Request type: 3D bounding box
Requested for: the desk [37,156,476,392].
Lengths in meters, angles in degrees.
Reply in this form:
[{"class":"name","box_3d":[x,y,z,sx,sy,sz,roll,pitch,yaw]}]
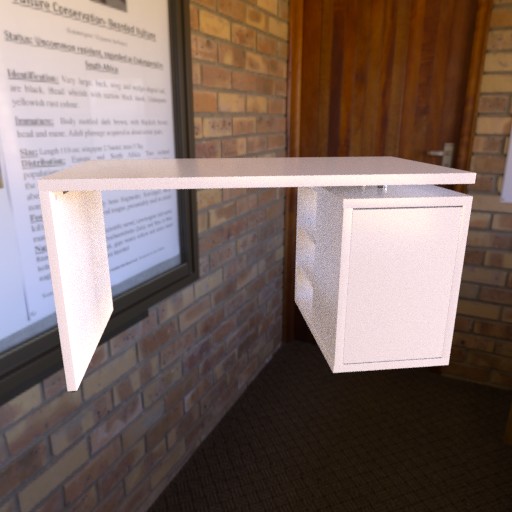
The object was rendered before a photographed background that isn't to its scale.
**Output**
[{"class":"desk","box_3d":[0.000,0.000,1.837,1.400,0.740,0.690,-2,17,-7]}]
